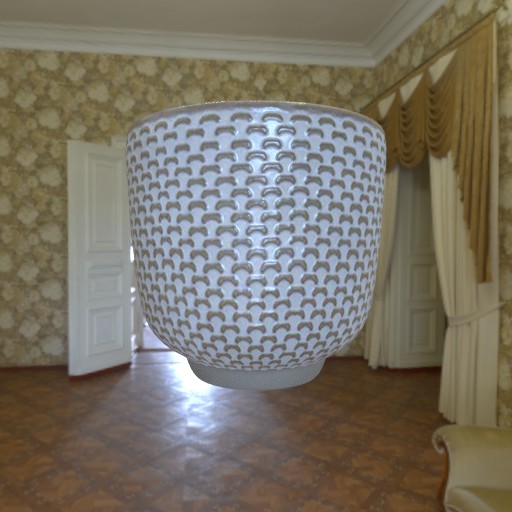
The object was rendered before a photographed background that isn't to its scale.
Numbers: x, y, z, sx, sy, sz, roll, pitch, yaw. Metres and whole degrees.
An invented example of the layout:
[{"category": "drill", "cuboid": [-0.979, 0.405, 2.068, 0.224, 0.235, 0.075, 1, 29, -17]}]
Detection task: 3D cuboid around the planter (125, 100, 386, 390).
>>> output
[{"category": "planter", "cuboid": [0.000, 0.000, 0.247, 0.139, 0.130, 0.139, 0, 2, 0]}]
